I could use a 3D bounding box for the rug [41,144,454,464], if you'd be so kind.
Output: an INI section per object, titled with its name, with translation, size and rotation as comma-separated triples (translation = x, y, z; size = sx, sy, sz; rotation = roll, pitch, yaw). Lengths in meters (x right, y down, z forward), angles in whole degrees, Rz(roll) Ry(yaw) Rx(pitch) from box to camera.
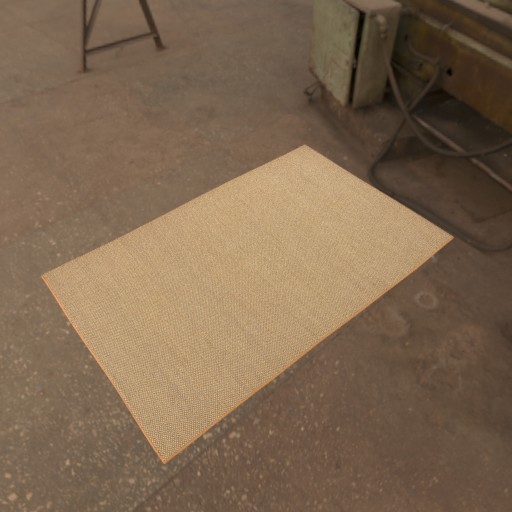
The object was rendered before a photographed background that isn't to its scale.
[rug]
translation = 0.000, 0.000, 2.112
size = 1.678, 0.013, 1.078
rotation = -31, 54, -26
